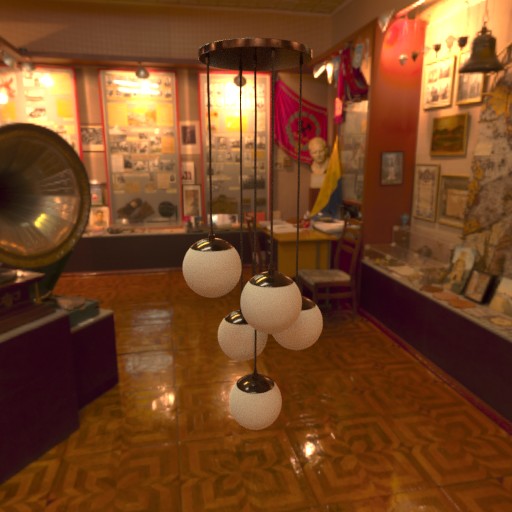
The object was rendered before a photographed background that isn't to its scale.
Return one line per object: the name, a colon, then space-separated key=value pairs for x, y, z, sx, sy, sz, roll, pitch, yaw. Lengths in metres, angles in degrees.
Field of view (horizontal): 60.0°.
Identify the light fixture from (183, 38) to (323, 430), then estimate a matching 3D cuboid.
light fixture: x=0.000 y=0.000 z=1.491 sx=0.489 sy=1.271 sz=0.484 roll=-2 pitch=13 yaw=-9
